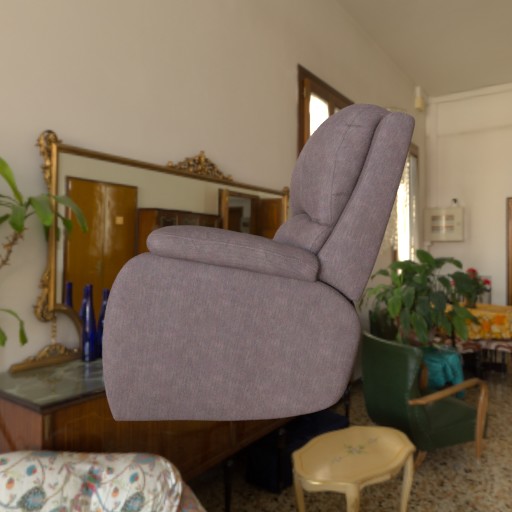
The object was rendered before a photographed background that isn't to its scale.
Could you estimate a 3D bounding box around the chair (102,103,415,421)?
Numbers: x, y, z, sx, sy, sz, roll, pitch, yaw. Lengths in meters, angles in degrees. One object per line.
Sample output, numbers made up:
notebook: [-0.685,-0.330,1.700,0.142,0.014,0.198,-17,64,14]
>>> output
chair: [0.000,0.000,1.676,0.899,1.011,0.930,0,0,-1]
